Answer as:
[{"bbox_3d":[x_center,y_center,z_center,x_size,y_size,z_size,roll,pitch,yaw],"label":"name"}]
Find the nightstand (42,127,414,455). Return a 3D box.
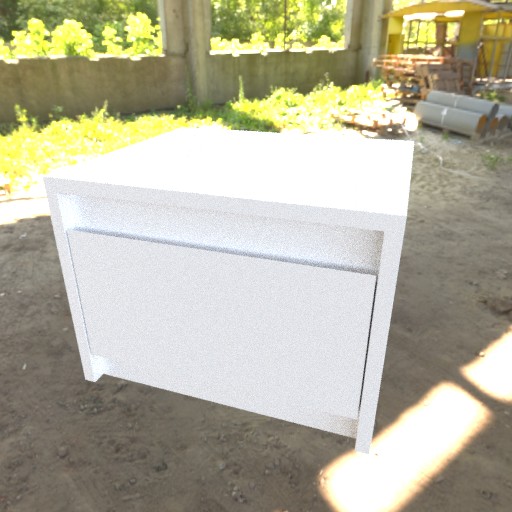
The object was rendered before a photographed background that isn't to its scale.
[{"bbox_3d":[0.000,0.000,0.778,0.470,0.351,0.408,8,27,17],"label":"nightstand"}]
